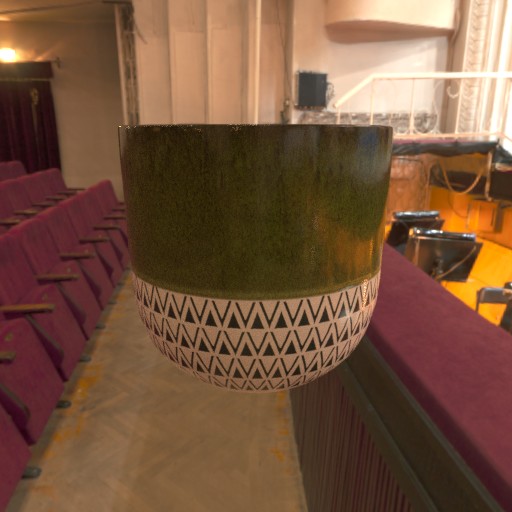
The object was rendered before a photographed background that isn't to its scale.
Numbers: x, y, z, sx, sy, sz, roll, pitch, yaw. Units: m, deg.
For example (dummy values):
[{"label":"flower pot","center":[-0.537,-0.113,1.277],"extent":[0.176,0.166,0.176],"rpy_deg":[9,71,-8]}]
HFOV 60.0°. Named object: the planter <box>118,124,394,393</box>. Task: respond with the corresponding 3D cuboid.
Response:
[{"label":"planter","center":[0.000,0.000,0.480],"extent":[0.266,0.270,0.266],"rpy_deg":[0,16,0]}]
